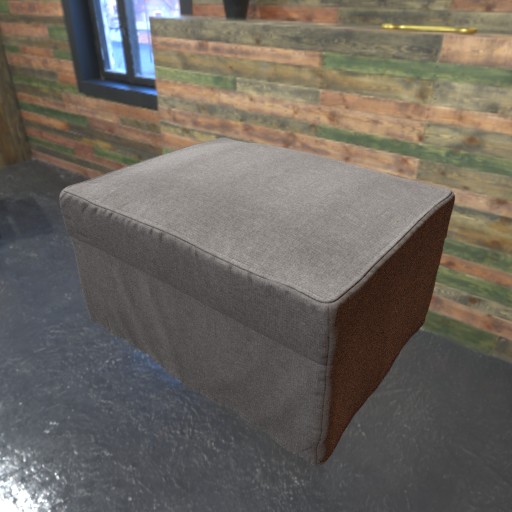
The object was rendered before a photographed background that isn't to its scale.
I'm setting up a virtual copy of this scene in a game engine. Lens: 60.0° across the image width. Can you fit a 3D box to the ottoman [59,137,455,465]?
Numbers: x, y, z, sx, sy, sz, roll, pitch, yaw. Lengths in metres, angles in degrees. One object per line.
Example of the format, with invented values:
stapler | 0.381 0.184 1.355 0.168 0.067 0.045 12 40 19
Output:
ottoman | 0.000 0.000 1.241 0.833 0.492 0.652 22 37 32
